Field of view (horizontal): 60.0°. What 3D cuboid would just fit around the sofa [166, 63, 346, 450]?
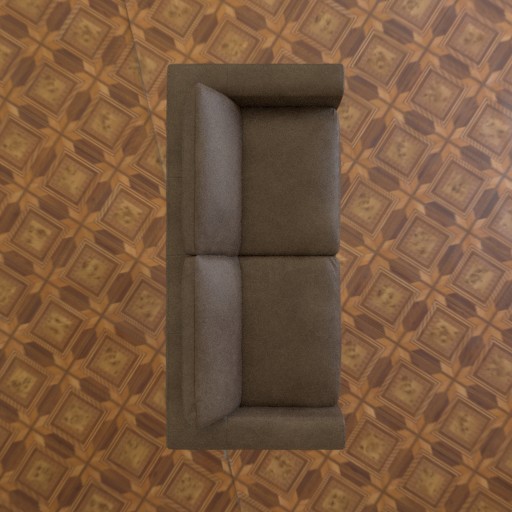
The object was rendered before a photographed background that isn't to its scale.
[{"bbox_3d":[0.000,0.000,2.738,1.070,0.801,2.262,0,89,1],"label":"sofa"}]
